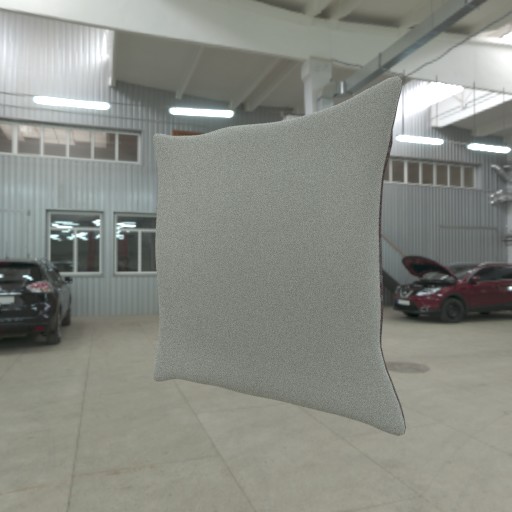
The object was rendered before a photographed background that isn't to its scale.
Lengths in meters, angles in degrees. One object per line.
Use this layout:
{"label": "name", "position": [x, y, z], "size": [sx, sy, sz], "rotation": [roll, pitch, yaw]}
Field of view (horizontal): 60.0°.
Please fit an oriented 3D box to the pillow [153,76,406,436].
{"label": "pillow", "position": [0.000, 0.000, 0.775], "size": [0.514, 0.513, 0.163], "rotation": [-1, -1, 36]}
